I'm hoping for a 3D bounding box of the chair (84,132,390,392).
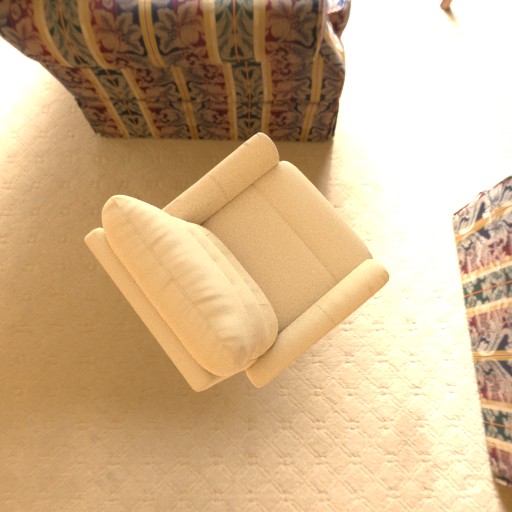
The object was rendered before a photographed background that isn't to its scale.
[{"bbox_3d":[0.000,0.000,1.653,0.831,1.082,0.775,-38,79,-9],"label":"chair"}]
